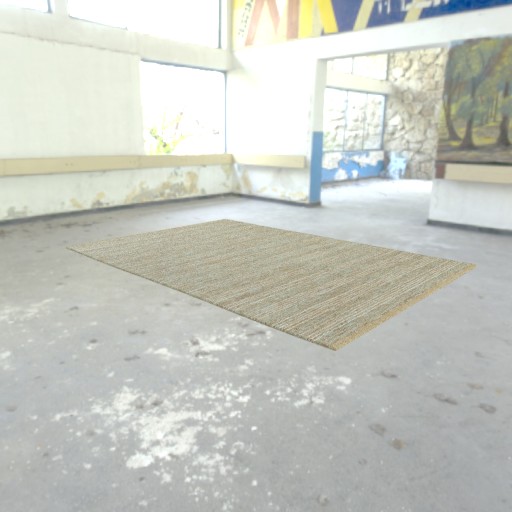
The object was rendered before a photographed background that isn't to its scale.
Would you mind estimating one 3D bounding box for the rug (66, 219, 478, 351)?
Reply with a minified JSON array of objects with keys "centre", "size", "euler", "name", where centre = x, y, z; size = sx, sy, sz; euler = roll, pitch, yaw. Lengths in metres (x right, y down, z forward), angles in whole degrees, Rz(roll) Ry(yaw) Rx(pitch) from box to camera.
[{"centre":[0.000,0.000,2.344],"size":[1.824,0.010,1.240],"euler":[14,20,42],"name":"rug"}]
